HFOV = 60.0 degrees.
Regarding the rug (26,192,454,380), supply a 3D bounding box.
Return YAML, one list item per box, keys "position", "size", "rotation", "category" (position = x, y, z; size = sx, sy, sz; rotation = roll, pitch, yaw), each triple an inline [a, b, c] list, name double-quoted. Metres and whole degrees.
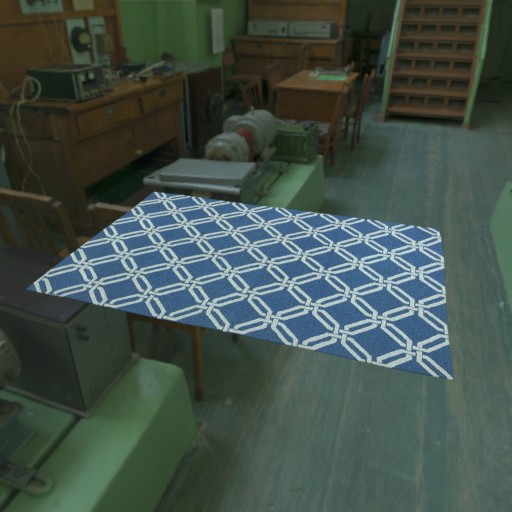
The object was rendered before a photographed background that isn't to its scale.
- position: [0.000, 0.000, 2.167]
  size: [1.755, 0.010, 1.153]
  rotation: [9, 32, 15]
  category: "rug"
